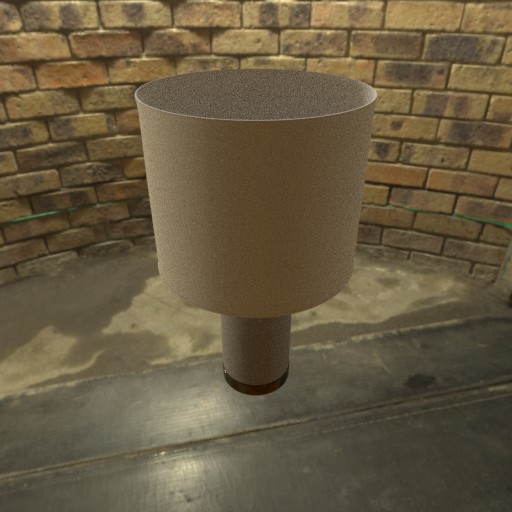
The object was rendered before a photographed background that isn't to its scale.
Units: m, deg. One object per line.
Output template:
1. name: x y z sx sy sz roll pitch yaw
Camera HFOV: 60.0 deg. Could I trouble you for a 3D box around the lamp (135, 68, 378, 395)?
1. lamp: 0.000 0.000 0.528 0.229 0.380 0.229 0 32 0
